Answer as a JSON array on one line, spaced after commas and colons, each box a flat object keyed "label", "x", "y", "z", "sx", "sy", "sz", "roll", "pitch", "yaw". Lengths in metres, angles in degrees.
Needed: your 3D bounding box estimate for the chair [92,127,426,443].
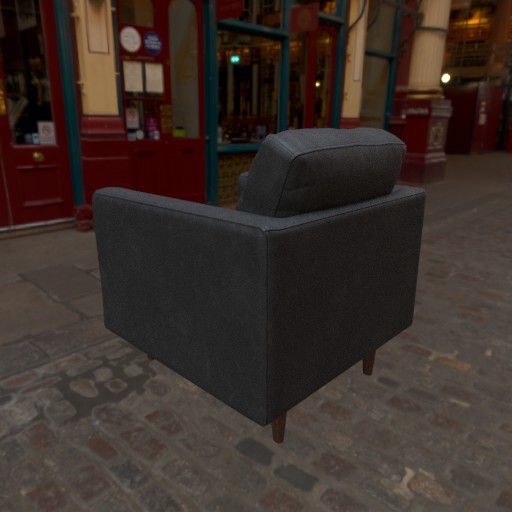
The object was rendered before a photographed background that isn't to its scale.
[{"label": "chair", "x": 0.000, "y": 0.000, "z": 1.603, "sx": 0.879, "sy": 0.898, "sz": 0.831, "roll": 16, "pitch": 24, "yaw": 42}]
